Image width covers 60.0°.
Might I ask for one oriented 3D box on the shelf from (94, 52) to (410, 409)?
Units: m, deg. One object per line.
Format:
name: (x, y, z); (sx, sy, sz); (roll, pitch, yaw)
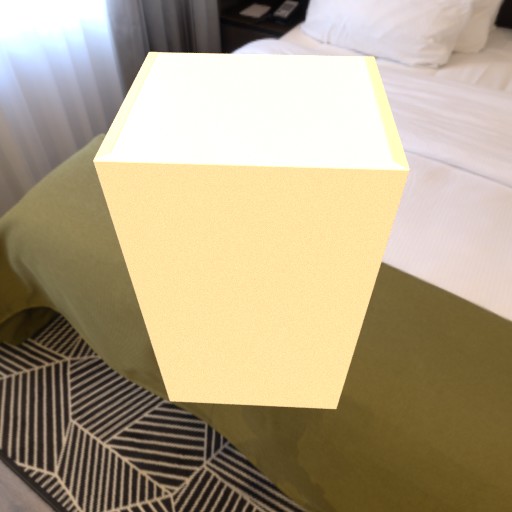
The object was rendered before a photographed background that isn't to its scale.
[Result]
shelf: (0.000, 0.000, 0.803); (0.350, 0.600, 0.290); (2, 47, 2)
